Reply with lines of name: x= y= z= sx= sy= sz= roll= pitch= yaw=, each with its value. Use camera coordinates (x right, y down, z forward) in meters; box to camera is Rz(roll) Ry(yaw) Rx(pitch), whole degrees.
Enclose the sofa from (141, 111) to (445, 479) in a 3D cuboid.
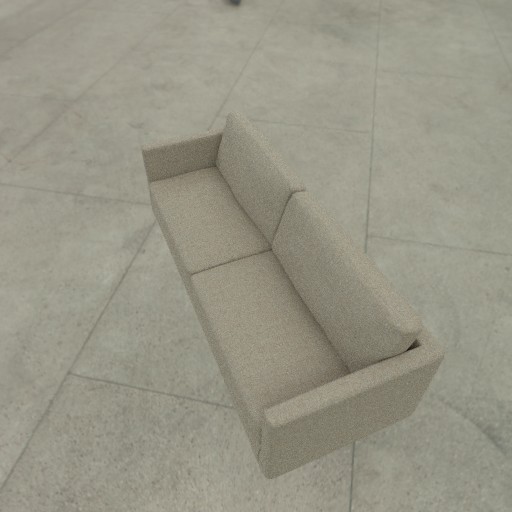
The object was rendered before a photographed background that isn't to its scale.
sofa: x=0.000 y=0.000 z=2.928 sx=0.951 sy=0.965 sz=2.434 roll=-17 pitch=47 yaw=-16
